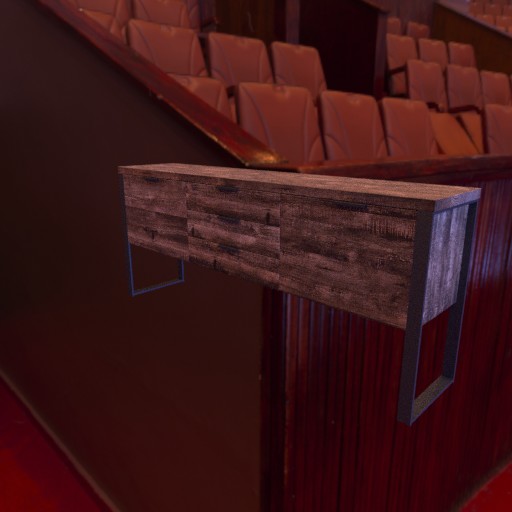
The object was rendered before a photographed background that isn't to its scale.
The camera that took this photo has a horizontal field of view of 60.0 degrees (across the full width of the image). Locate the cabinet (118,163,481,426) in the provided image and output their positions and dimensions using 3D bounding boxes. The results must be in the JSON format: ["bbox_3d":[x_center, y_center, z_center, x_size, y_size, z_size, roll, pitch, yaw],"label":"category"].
[{"bbox_3d":[0.000,0.000,2.113,1.800,0.762,0.395,15,21,42],"label":"cabinet"}]
